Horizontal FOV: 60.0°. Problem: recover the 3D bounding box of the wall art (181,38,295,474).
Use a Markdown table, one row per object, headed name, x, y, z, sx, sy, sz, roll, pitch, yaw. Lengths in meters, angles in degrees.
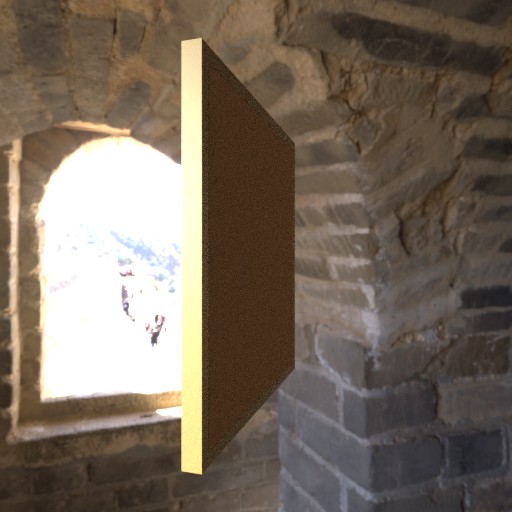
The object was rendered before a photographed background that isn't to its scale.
| name | x | y | z | sx | sy | sz | roll | pitch | yaw |
| --- | --- | --- | --- | --- | --- | --- | --- | --- | --- |
| wall art | 0.000 | 0.000 | 2.891 | 0.099 | 1.926 | 1.926 | 0 | 0 | 17 |
